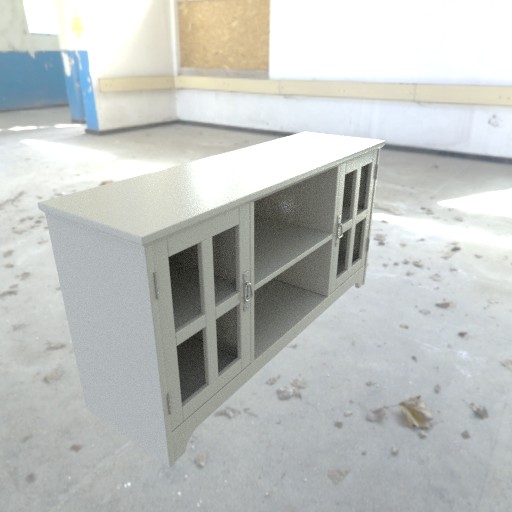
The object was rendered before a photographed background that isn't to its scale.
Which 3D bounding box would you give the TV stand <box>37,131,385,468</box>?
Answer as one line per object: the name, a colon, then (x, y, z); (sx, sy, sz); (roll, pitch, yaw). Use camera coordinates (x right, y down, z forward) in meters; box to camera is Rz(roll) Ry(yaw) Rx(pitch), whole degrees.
TV stand: (0.000, 0.000, 1.439); (0.344, 0.603, 1.167); (17, 30, 32)
